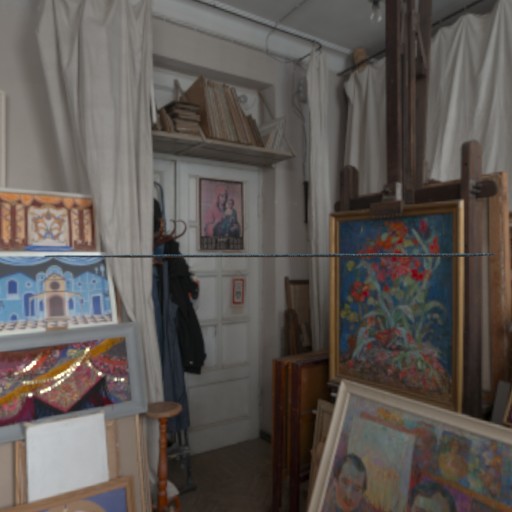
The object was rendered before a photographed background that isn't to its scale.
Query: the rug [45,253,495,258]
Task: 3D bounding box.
[{"bbox_3d":[0.000,0.000,2.683,2.459,0.010,0.801,0,-1,18],"label":"rug"}]
